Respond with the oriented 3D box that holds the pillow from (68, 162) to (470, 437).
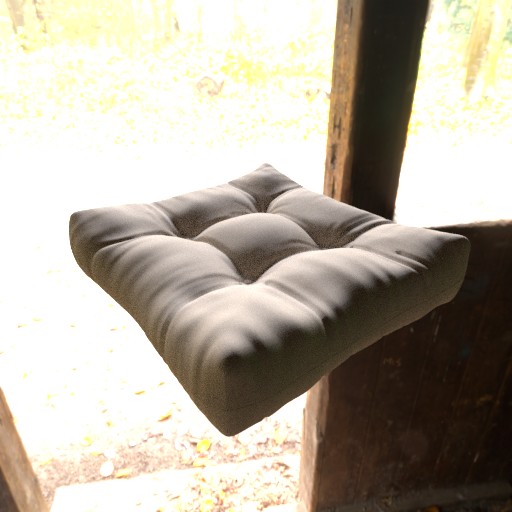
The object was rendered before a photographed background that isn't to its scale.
[{"bbox_3d":[0.000,0.000,0.722,0.468,0.128,0.490,-21,35,-33],"label":"pillow"}]
